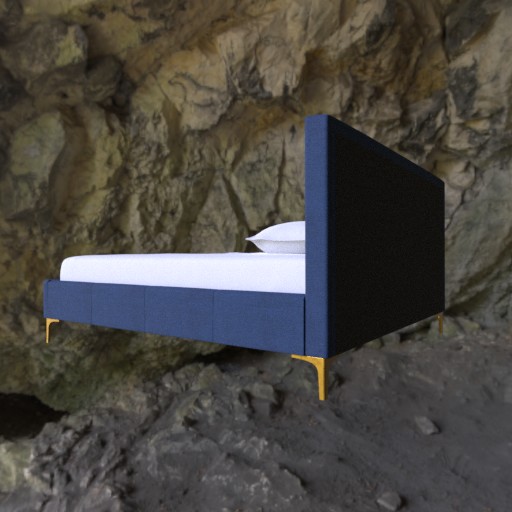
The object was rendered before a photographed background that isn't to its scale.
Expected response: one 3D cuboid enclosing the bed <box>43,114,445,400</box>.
[{"bbox_3d":[0.000,0.000,3.345,2.232,1.231,2.096,0,0,36],"label":"bed"}]
